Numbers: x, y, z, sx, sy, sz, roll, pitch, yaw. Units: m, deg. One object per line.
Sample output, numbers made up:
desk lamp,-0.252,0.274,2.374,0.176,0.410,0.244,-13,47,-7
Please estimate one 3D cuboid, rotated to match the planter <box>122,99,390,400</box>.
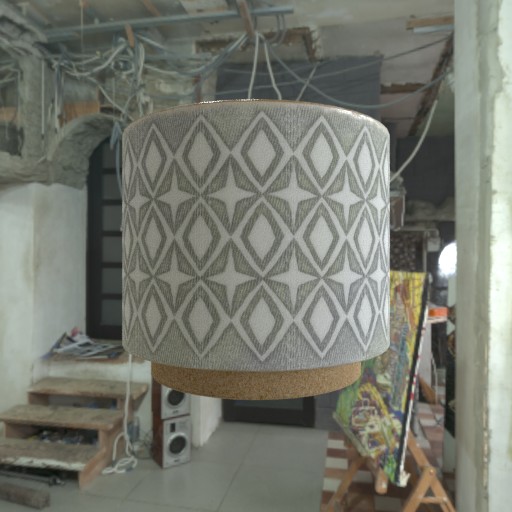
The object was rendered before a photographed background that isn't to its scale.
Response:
planter,0.000,0.000,0.441,0.255,0.223,0.255,0,0,0
